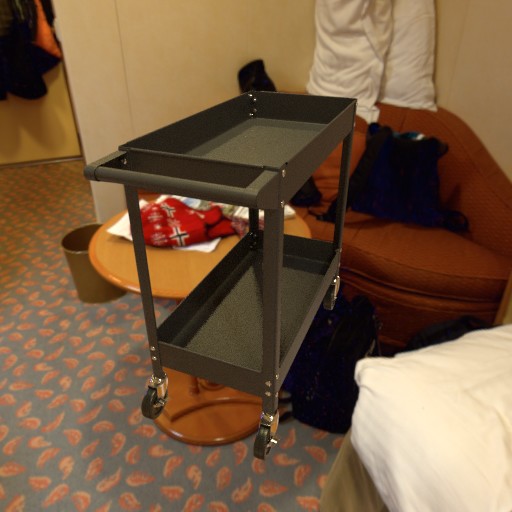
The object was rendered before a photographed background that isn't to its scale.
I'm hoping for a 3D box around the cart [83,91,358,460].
[{"bbox_3d":[0.000,0.000,1.208,0.366,0.719,0.779,12,32,19],"label":"cart"}]
